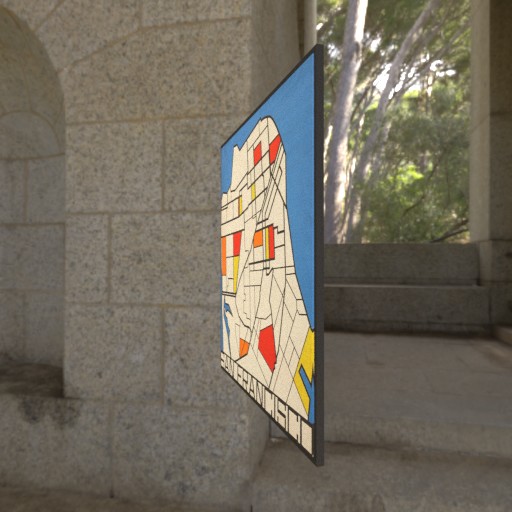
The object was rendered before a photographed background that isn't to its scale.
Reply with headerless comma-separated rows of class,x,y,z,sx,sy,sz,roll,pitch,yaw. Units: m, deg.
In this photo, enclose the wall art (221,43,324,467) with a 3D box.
wall art,0.000,0.000,1.012,0.015,0.663,0.664,0,0,-18
